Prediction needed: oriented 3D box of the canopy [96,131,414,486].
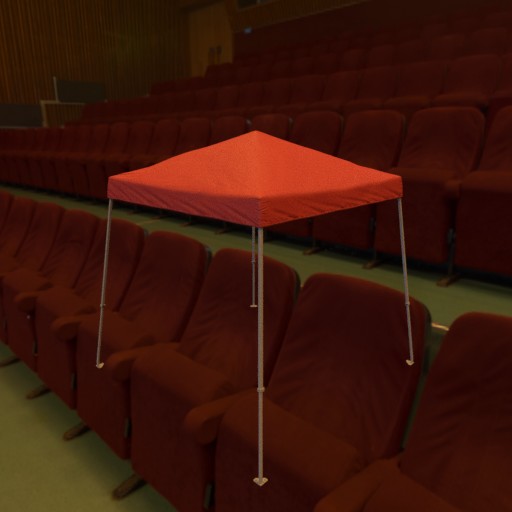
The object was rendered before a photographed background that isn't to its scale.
[{"bbox_3d":[0.000,0.000,6.617,3.600,3.600,3.599,14,21,42],"label":"canopy"}]
